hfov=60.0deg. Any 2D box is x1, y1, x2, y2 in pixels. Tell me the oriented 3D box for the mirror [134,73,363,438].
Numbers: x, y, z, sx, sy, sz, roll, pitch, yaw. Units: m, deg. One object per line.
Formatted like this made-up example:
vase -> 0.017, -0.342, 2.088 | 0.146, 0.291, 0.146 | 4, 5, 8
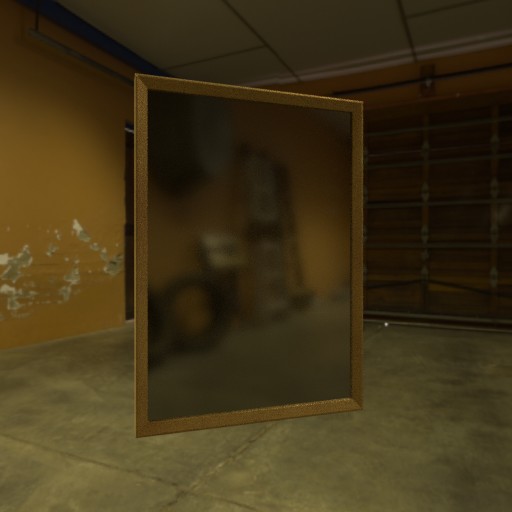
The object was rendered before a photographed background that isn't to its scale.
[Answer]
mirror -> 0.000, 0.000, 0.960 | 0.507, 0.710, 0.039 | 0, 0, -18
